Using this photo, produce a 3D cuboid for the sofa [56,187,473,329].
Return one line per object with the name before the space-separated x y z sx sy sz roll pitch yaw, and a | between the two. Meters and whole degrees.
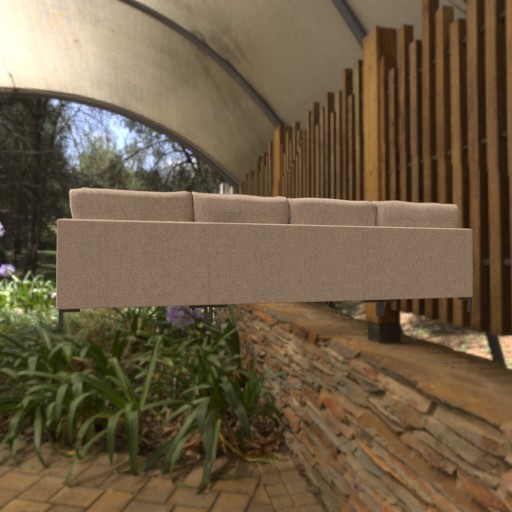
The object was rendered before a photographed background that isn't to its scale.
sofa | 0.000 0.000 4.349 3.423 0.996 2.021 0 -1 -17
